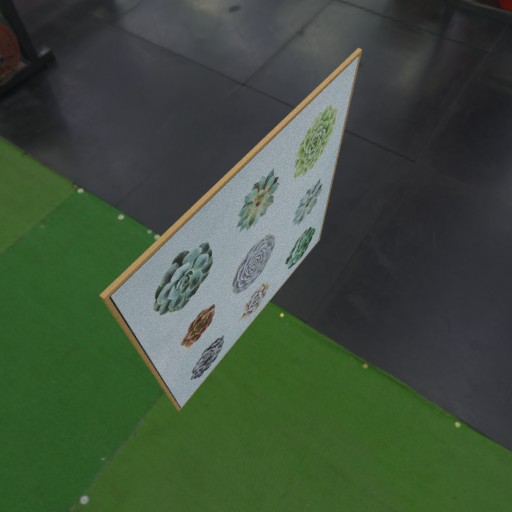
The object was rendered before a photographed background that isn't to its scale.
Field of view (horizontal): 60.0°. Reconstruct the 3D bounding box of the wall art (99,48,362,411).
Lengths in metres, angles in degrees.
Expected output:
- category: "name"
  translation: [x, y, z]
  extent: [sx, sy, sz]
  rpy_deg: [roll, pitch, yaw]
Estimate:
- category: "wall art"
  translation: [0.000, 0.000, 1.444]
  extent: [0.013, 0.959, 0.962]
  rpy_deg: [33, 64, 18]
